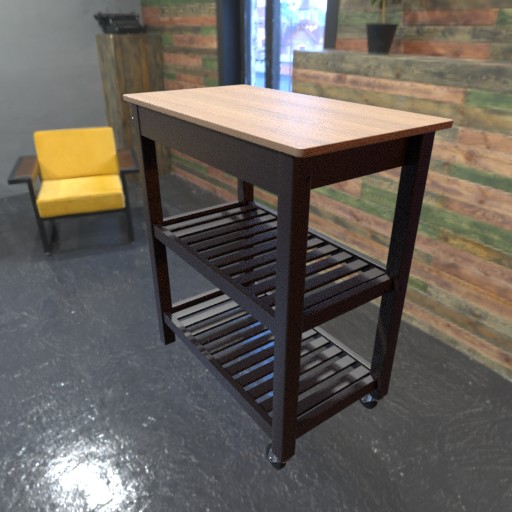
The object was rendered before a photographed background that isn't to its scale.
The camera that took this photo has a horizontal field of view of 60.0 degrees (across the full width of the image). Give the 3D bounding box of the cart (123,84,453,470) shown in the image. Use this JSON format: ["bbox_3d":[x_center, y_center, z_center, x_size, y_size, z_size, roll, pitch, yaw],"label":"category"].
[{"bbox_3d":[0.000,0.000,1.412,0.457,0.927,0.899,-18,33,-31],"label":"cart"}]
